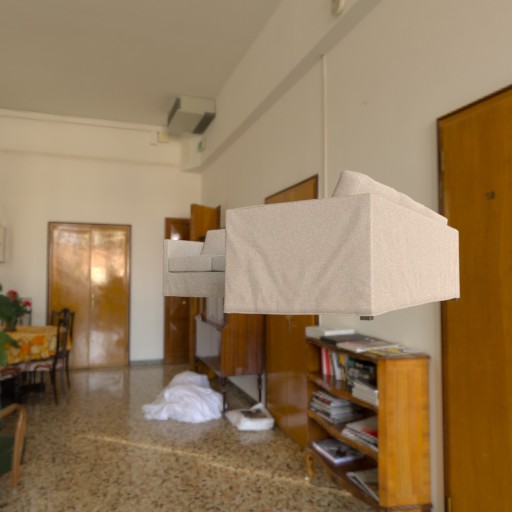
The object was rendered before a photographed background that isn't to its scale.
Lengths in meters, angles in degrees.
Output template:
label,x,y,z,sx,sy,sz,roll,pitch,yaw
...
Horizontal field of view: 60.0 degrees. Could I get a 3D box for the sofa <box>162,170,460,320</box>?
label,x,y,z,sx,sy,sz,roll,pitch,yaw
sofa,0.000,0.000,4.241,3.182,0.871,2.432,-2,-3,35
